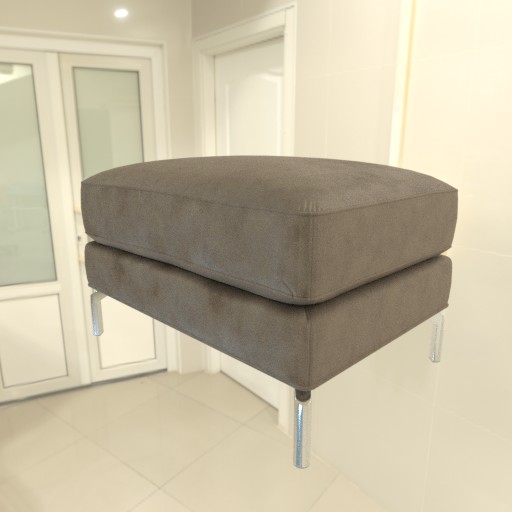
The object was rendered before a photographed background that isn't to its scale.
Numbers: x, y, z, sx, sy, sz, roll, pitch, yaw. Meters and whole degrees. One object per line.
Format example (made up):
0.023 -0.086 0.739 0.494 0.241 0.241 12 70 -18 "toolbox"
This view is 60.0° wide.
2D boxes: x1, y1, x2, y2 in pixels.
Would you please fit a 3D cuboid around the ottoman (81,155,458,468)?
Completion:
0.000 0.000 1.032 0.520 0.456 0.719 -14 20 -43 "ottoman"
